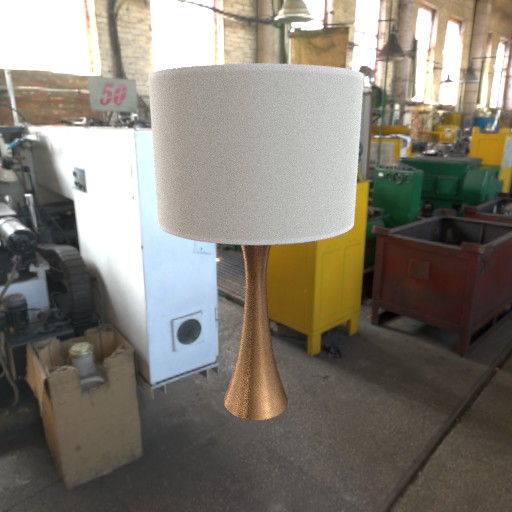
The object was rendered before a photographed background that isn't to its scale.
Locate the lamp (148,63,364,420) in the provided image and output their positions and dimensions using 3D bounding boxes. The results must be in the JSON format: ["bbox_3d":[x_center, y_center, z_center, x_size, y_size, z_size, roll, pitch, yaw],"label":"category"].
[{"bbox_3d":[0.000,0.000,0.635,0.268,0.479,0.268,3,17,9],"label":"lamp"}]
